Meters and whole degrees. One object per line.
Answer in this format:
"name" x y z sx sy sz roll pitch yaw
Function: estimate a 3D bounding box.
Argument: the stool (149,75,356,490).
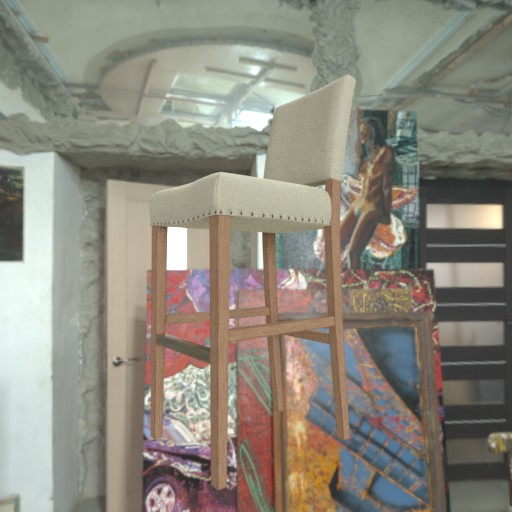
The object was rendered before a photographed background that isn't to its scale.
"stool" 0.000 0.000 1.402 0.546 1.143 0.428 1 -1 -36
